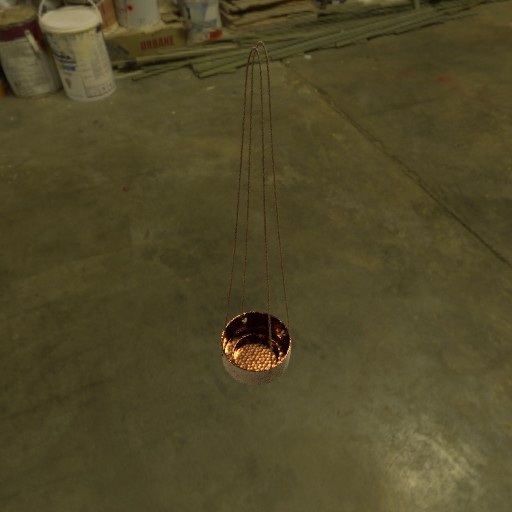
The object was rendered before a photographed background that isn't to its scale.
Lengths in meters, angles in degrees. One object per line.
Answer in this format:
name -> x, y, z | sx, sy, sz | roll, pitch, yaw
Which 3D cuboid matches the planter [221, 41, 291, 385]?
planter -> 0.000, 0.000, 1.115 | 0.223, 1.030, 0.223 | 16, 49, 15
